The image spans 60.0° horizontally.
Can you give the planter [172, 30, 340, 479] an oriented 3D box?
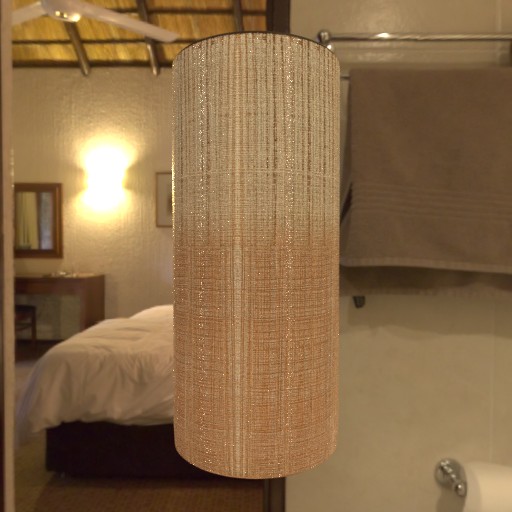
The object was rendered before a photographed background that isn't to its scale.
[{"bbox_3d":[0.000,0.000,0.271,0.100,0.227,0.100,-1,2,-36],"label":"planter"}]
